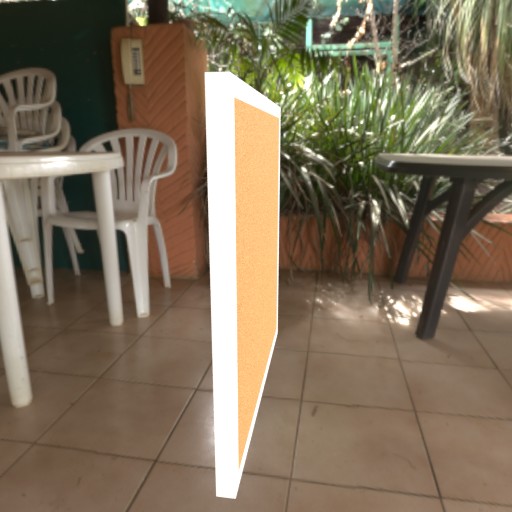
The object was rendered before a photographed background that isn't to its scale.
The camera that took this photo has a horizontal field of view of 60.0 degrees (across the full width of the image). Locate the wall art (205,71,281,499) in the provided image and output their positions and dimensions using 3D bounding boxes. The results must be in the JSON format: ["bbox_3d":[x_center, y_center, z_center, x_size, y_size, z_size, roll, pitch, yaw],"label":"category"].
[{"bbox_3d":[0.000,0.000,1.119,0.038,0.762,0.762,2,15,8],"label":"wall art"}]
